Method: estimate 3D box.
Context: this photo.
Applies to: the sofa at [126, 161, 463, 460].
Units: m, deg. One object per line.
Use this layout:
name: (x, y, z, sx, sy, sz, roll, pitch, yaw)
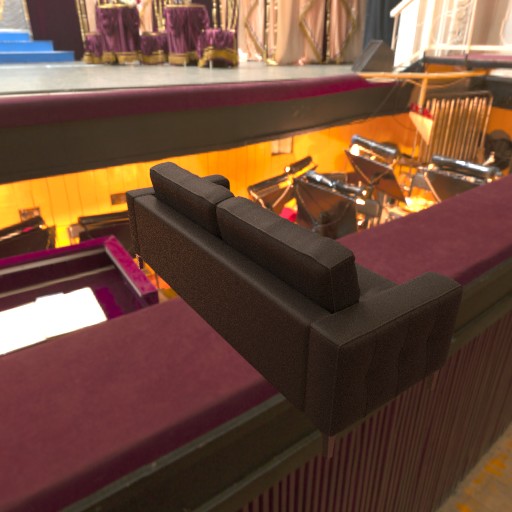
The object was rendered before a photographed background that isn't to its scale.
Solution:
sofa: (0.000, 0.000, 2.754, 0.833, 0.893, 2.275, -17, 31, -31)
